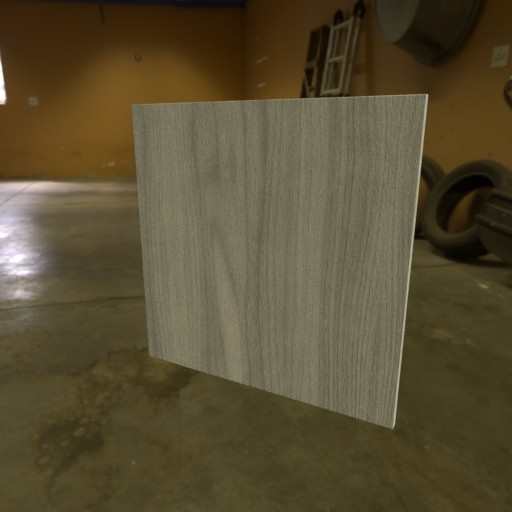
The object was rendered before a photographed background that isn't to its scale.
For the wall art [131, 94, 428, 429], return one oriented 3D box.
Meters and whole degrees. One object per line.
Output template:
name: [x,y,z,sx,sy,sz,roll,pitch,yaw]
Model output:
wall art: [0.000,0.000,0.764,0.508,0.507,0.016,8,18,27]
